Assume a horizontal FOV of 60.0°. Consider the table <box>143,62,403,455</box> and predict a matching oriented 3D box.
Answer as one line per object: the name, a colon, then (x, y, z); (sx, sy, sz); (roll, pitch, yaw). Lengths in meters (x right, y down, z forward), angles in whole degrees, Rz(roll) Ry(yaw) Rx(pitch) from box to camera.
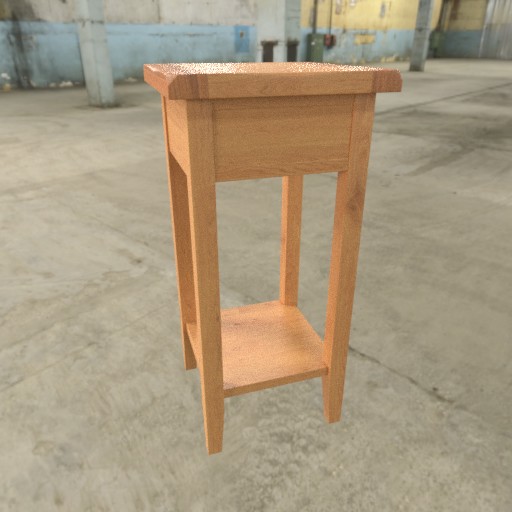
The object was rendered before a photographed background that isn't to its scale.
table: (0.000, 0.000, 0.940); (0.360, 0.740, 0.360); (-8, 27, -16)
